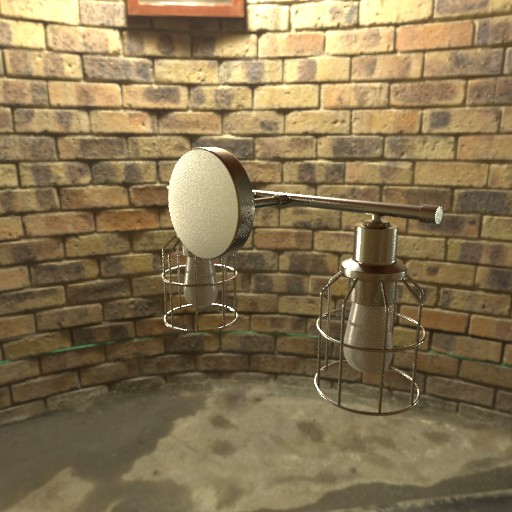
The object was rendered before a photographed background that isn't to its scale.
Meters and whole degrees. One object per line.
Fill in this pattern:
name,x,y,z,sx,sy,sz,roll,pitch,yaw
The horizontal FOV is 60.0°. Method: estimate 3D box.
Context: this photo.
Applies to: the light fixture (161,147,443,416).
light fixture,0.000,0.000,0.533,0.406,0.254,0.165,13,19,42
